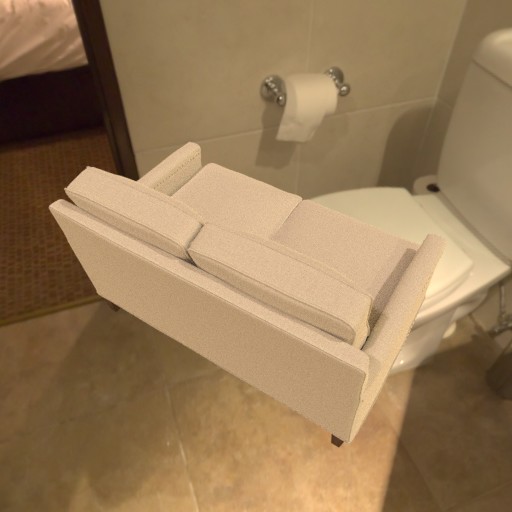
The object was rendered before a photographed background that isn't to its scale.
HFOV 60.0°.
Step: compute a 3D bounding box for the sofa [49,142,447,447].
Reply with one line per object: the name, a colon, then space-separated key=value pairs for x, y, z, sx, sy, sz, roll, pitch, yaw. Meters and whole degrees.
sofa: x=0.000 y=0.000 z=2.227 sx=1.597 sy=1.003 sz=1.084 roll=25 pitch=51 yaw=22
